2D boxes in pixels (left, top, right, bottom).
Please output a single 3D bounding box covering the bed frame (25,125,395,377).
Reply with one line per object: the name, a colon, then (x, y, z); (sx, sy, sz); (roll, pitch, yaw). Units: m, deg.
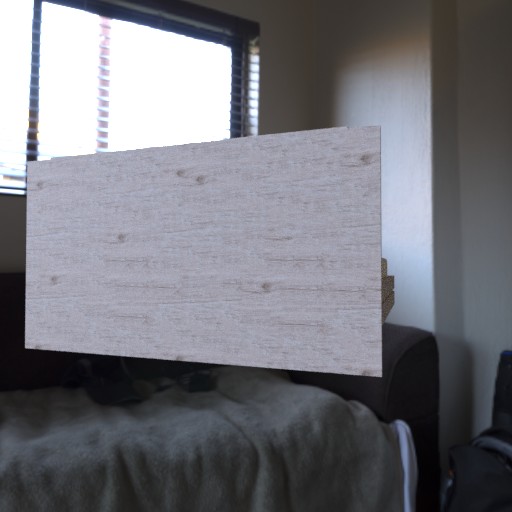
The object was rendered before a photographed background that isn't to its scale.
bed frame: (0.000, 0.000, 2.949); (1.750, 0.970, 2.080); (0, -1, 20)
